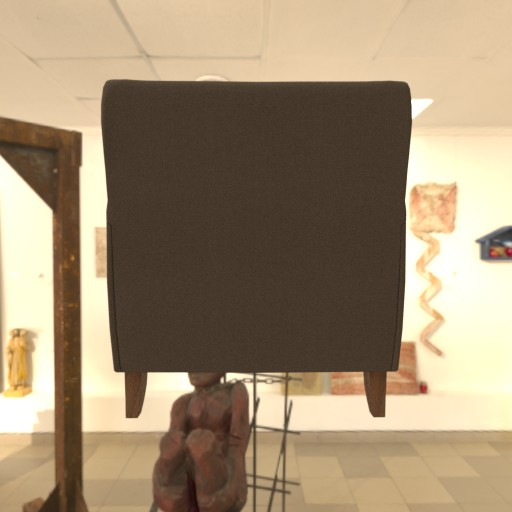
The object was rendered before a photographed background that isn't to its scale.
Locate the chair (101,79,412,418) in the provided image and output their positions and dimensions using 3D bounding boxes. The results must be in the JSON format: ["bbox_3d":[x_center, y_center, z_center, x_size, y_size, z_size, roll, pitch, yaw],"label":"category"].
[{"bbox_3d":[0.000,0.000,1.520,0.836,0.911,0.831,0,1,-1],"label":"chair"}]
